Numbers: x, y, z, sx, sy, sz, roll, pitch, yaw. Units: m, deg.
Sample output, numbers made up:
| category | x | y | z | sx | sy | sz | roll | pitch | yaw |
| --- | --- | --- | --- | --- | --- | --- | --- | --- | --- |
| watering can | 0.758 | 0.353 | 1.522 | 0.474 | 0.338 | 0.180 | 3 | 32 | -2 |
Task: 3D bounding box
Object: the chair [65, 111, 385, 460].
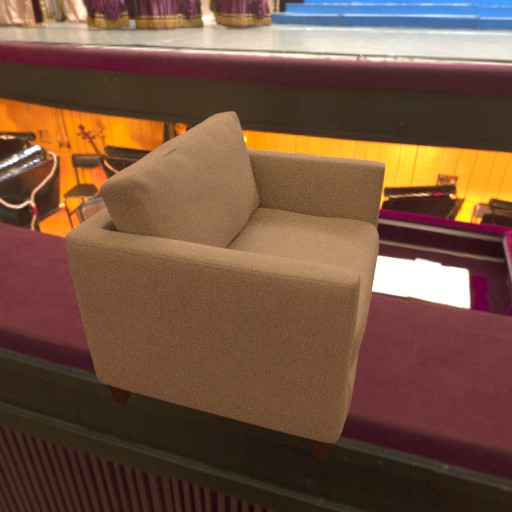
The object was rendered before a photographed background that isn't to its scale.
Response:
| category | x | y | z | sx | sy | sz | roll | pitch | yaw |
| --- | --- | --- | --- | --- | --- | --- | --- | --- | --- |
| chair | 0.000 | 0.000 | 1.832 | 0.959 | 0.961 | 1.107 | 9 | 31 | 15 |
